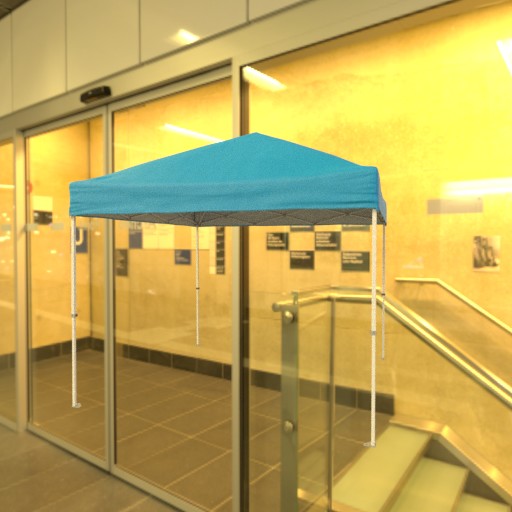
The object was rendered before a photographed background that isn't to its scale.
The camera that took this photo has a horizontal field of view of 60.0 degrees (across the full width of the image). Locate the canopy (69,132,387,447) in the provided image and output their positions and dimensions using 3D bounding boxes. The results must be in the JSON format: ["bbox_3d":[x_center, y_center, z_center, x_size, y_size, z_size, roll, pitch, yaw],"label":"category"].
[{"bbox_3d":[0.000,0.000,5.397,2.998,2.997,2.996,0,1,18],"label":"canopy"}]
